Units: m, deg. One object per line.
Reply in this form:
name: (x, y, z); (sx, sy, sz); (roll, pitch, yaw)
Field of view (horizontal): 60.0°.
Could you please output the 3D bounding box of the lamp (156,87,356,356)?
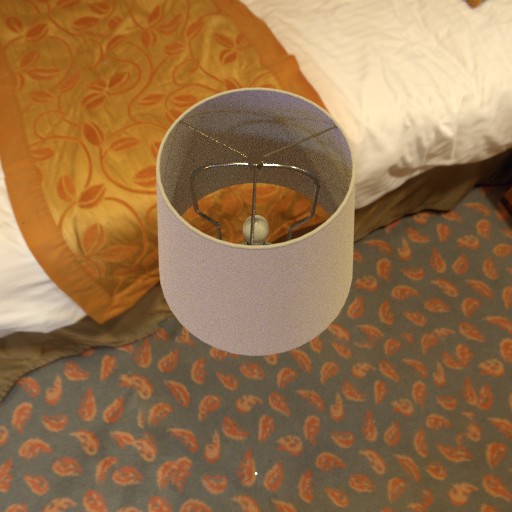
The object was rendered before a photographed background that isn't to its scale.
lamp: (0.000, 0.000, 0.574); (0.254, 0.392, 0.254); (0, 64, 0)
